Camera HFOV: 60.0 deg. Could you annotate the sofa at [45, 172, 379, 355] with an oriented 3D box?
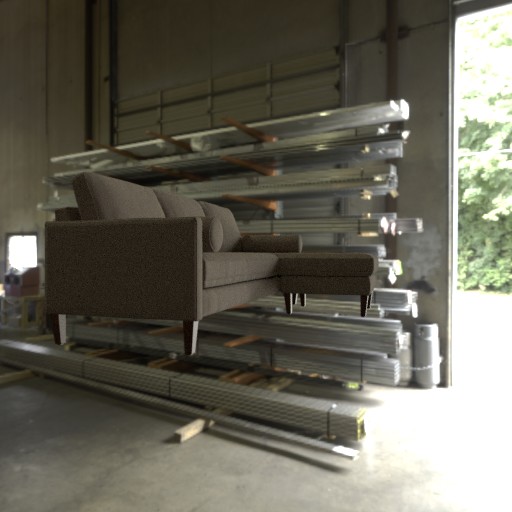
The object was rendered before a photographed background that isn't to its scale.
[{"bbox_3d":[0.000,0.000,2.975,1.506,0.875,2.178,0,0,18],"label":"sofa"}]
